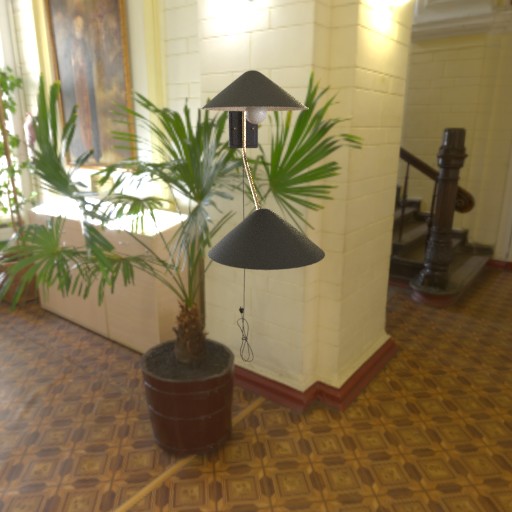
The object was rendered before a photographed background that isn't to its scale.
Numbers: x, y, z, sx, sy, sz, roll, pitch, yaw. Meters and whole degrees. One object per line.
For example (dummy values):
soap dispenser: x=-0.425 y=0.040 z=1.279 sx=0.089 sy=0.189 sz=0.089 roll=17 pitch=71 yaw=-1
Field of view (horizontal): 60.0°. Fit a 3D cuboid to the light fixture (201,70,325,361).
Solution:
light fixture: x=0.000 y=0.000 z=0.843 sx=0.189 sy=0.665 sz=0.422 roll=-2 pitch=16 yaw=-8
